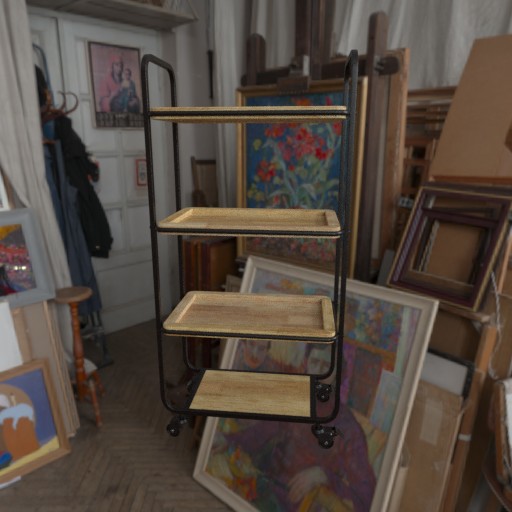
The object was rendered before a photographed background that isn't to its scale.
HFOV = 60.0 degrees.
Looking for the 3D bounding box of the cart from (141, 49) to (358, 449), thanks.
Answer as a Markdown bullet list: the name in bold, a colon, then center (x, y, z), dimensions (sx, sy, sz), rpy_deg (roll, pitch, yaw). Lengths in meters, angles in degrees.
- **cart**: center (0.000, 0.000, 1.303), dimensions (0.545, 1.080, 0.321), rpy_deg (2, 15, 6)
